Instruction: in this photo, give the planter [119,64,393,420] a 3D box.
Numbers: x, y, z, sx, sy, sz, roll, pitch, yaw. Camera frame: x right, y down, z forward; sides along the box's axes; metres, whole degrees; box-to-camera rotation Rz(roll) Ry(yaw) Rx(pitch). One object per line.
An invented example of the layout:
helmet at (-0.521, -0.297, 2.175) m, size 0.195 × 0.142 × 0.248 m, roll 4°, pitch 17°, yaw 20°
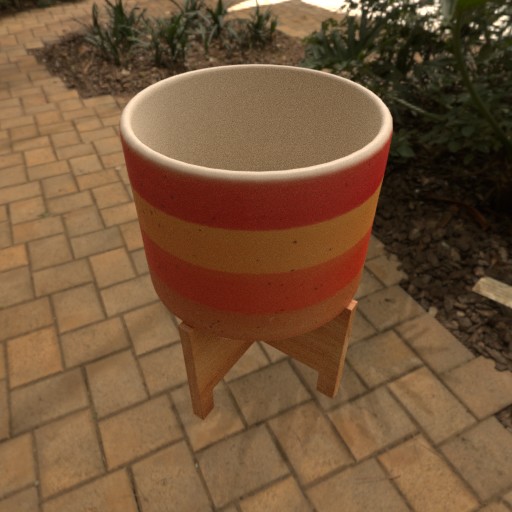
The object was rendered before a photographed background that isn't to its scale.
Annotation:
planter at (0.000, 0.000, 0.548) m, size 0.269 × 0.379 × 0.269 m, roll 0°, pitch 41°, yaw 0°
